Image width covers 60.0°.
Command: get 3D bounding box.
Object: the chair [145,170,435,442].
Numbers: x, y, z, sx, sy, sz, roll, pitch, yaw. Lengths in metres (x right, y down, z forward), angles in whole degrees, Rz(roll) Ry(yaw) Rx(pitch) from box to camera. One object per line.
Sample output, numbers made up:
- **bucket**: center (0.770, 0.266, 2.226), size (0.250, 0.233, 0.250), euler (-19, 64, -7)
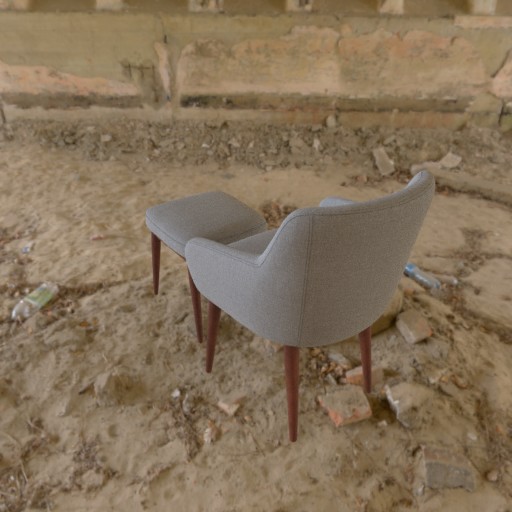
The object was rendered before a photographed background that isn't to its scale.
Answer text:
- **chair**: center (0.000, 0.000, 1.550), size (0.584, 0.799, 1.107), euler (-20, 35, -31)
